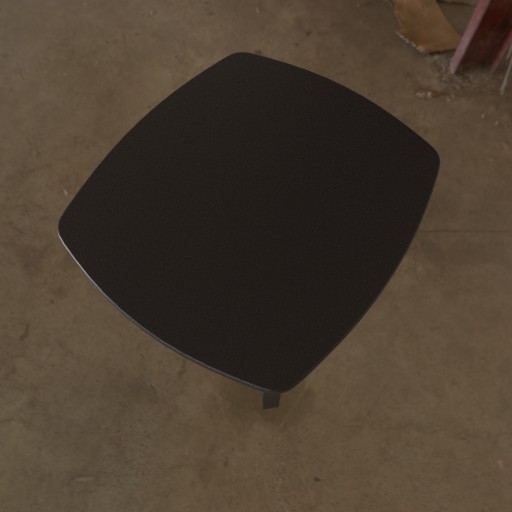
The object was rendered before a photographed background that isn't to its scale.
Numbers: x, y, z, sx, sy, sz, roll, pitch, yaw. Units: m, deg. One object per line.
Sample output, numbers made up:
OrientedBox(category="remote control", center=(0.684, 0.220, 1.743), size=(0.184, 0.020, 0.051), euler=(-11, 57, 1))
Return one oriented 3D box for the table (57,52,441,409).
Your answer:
OrientedBox(category="table", center=(0.000, 0.000, 0.856), size=(0.457, 0.457, 0.508), euler=(33, 69, 14))
